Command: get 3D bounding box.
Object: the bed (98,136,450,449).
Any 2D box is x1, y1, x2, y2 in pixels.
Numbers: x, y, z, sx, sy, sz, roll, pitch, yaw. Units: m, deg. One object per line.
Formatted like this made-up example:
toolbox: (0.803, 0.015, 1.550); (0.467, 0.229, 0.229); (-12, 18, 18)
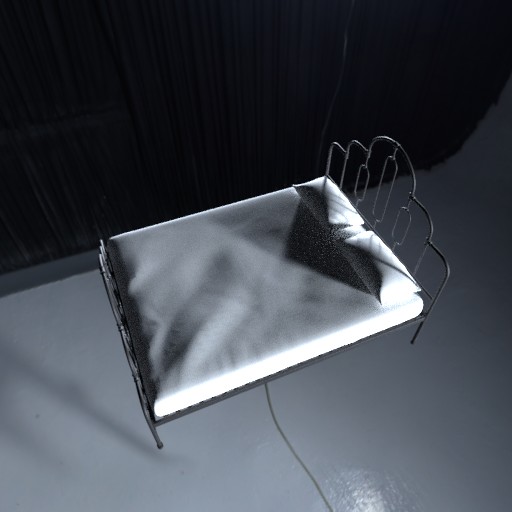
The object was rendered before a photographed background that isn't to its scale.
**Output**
bed: (0.000, 0.000, 3.334); (2.163, 1.429, 1.640); (-17, 50, -15)
